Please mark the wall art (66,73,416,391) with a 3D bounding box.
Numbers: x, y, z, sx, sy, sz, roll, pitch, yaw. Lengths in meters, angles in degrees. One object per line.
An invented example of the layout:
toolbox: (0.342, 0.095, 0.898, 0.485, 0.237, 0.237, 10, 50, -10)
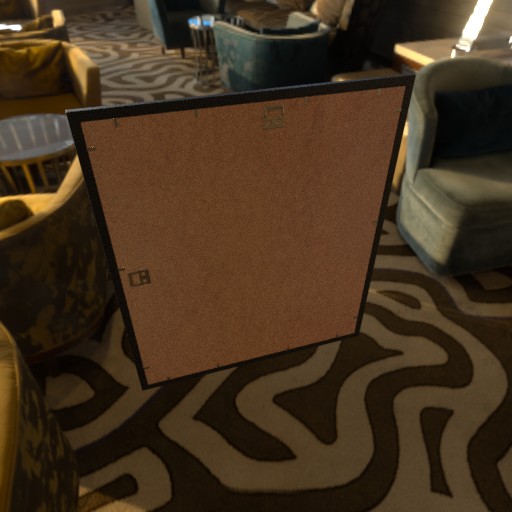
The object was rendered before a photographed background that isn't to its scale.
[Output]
wall art: (0.000, 0.000, 0.894, 0.559, 0.660, 0.018, -11, 40, -13)
